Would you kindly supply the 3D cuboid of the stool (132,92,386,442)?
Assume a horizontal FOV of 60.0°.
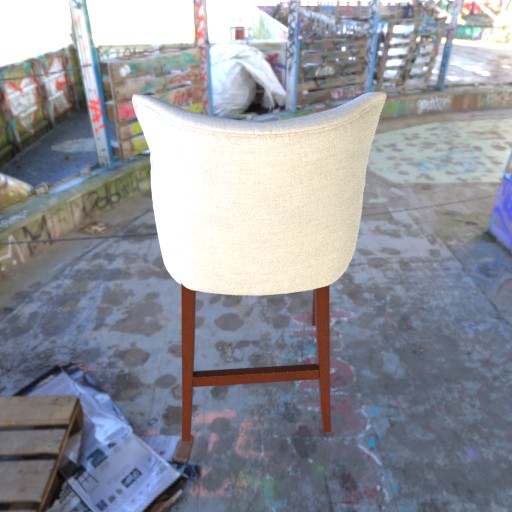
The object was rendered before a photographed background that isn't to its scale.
[{"bbox_3d":[0.000,0.000,1.343,0.615,0.987,0.637,-2,31,-3],"label":"stool"}]
